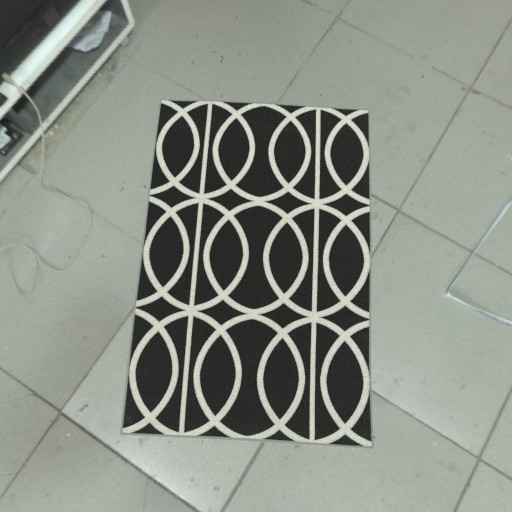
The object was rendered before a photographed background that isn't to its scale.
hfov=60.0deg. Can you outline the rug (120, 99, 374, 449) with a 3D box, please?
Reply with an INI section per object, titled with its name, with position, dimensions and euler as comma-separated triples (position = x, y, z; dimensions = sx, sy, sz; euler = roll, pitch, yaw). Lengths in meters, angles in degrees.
[rug]
position = 0.000, 0.000, 2.920
dimensions = 1.526, 0.014, 2.290
euler = 3, 76, 1
